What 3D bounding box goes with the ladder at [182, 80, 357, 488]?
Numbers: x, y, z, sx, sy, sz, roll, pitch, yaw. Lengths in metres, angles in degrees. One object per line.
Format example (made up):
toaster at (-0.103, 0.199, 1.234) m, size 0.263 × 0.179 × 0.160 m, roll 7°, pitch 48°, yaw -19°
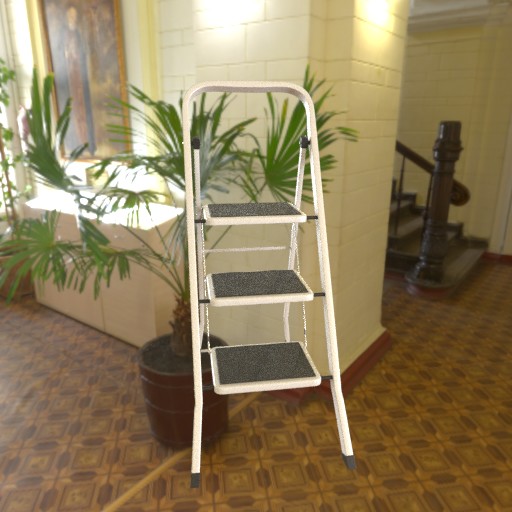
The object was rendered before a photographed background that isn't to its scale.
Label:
ladder at (0.000, 0.000, 1.386) m, size 0.460 × 1.050 × 0.711 m, roll -3°, pitch 17°, yaw -8°
